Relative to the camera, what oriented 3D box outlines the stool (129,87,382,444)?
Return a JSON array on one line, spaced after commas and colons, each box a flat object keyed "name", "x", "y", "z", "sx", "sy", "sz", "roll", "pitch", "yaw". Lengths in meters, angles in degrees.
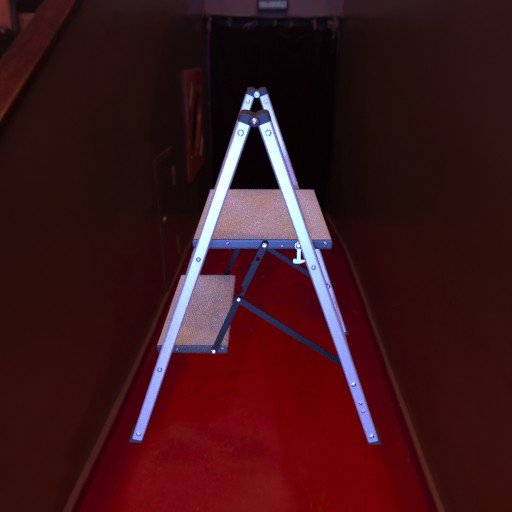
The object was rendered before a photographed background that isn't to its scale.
[{"name": "stool", "x": 0.000, "y": 0.000, "z": 0.987, "sx": 0.535, "sy": 0.670, "sz": 0.440, "roll": 0, "pitch": 26, "yaw": 1}]
